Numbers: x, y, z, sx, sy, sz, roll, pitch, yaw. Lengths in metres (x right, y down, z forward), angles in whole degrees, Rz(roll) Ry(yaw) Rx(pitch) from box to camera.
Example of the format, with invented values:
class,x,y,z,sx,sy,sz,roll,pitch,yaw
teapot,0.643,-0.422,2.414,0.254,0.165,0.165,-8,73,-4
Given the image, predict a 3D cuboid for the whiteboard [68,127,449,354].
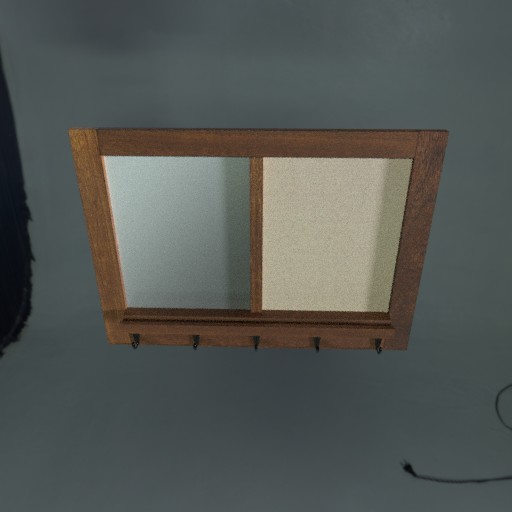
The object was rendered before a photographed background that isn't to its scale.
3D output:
class,x,y,z,sx,sy,sz,roll,pitch,yaw
whiteboard,0.000,0.000,1.019,0.783,0.559,0.083,1,27,2
